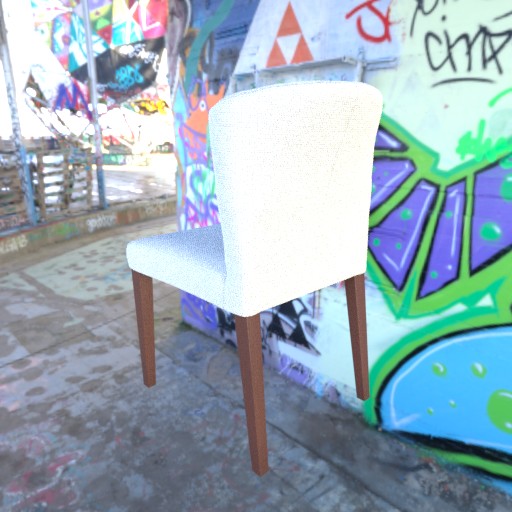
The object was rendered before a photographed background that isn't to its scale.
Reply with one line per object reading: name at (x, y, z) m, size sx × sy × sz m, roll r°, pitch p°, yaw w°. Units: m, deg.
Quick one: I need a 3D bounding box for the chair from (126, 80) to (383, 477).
chair at (0.000, 0.000, 1.190) m, size 0.491 × 0.839 × 0.589 m, roll -15°, pitch 22°, yaw -42°
